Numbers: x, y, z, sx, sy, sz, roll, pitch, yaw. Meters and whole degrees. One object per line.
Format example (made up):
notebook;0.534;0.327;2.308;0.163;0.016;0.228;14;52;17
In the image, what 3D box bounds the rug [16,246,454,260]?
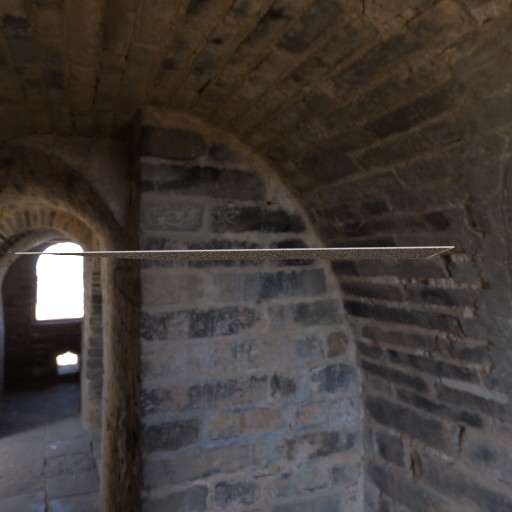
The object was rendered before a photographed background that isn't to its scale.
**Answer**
rug;0.000;0.000;4.027;3.045;0.008;2.421;-1;-2;18
